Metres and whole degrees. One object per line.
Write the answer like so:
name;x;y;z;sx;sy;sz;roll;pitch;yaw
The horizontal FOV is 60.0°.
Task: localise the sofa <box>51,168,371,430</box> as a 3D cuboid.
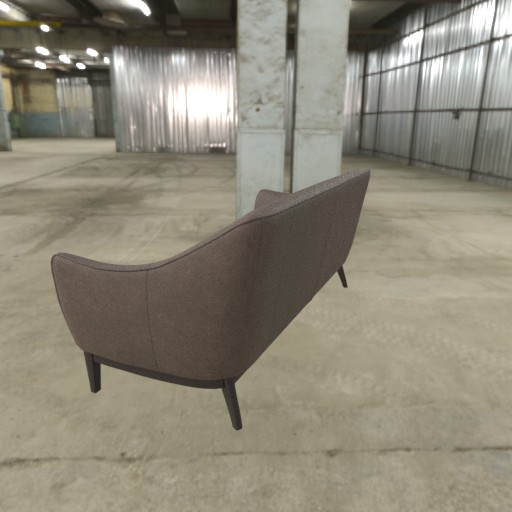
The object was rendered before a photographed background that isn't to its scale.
sofa;0.000;0.000;2.375;0.869;0.831;1.928;7;18;24
